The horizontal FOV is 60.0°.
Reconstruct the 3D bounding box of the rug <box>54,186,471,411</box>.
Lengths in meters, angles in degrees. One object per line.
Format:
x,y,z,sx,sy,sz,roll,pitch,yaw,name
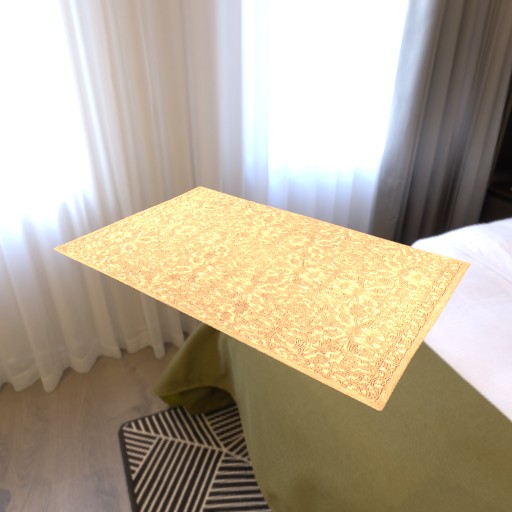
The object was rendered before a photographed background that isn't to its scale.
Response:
0.000,0.000,3.039,2.435,0.012,1.529,20,35,31,rug
